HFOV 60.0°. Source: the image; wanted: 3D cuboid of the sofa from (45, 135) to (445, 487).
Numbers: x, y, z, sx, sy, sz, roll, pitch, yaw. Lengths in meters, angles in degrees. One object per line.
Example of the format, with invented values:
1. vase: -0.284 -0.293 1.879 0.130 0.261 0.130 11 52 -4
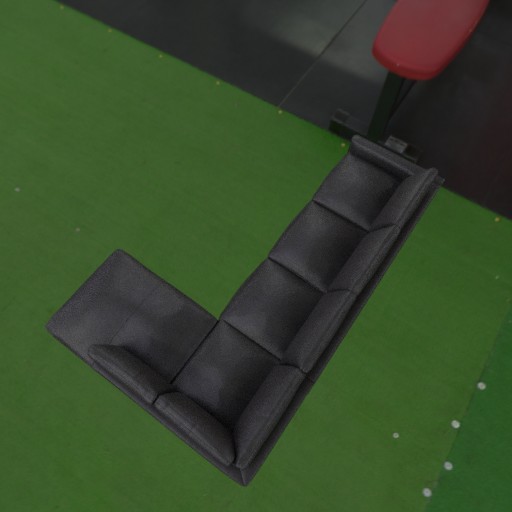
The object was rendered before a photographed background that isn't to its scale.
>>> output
1. sofa: 0.000 0.000 3.759 1.938 0.877 2.984 33 68 15
